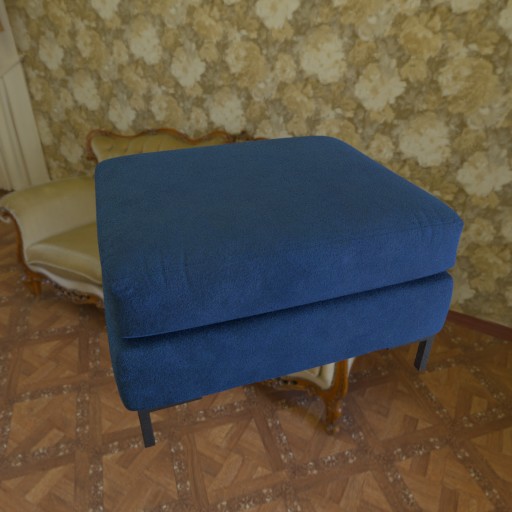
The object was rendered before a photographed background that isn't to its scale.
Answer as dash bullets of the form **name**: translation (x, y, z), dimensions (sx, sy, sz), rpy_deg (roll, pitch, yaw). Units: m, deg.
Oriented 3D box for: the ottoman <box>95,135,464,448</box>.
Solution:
- **ottoman**: translation (0.000, 0.000, 1.190), dimensions (0.794, 0.485, 0.655), rpy_deg (-10, 33, -16)
